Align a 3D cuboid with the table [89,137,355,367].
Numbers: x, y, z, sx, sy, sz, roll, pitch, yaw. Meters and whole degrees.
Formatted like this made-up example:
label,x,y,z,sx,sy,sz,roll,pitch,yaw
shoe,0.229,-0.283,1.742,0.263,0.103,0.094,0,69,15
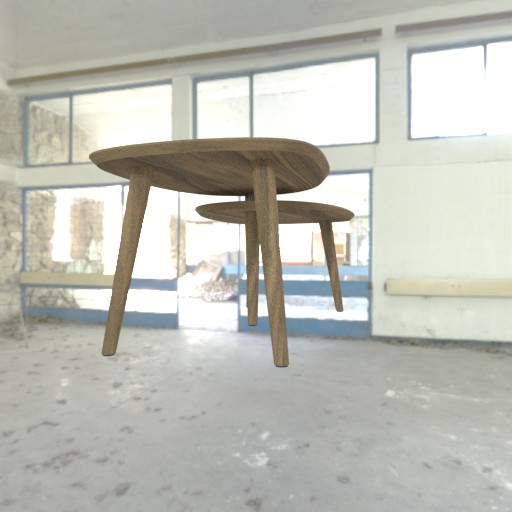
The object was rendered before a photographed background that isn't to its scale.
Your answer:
label,x,y,z,sx,sy,sz,roll,pitch,yaw
table,0.000,0.000,1.350,0.527,0.429,1.084,0,0,18
